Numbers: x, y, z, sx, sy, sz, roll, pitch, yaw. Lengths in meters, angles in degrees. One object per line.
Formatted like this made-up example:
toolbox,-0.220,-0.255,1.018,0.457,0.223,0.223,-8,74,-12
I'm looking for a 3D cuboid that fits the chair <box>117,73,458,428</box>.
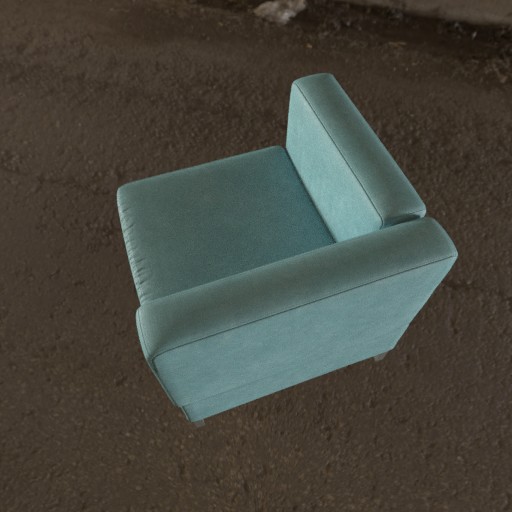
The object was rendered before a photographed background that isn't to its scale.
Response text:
chair,0.000,0.000,1.266,0.680,0.660,0.680,-17,59,-10
